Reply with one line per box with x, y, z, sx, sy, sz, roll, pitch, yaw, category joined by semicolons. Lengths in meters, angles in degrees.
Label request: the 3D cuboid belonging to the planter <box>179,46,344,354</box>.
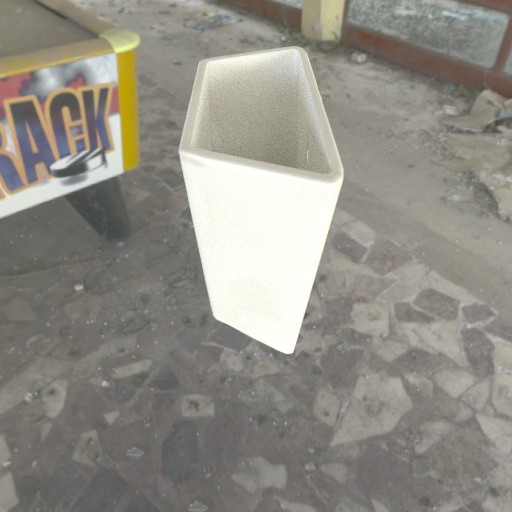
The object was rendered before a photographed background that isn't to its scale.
0.000;0.000;0.270;0.060;0.197;0.150;-1;42;-1;planter
